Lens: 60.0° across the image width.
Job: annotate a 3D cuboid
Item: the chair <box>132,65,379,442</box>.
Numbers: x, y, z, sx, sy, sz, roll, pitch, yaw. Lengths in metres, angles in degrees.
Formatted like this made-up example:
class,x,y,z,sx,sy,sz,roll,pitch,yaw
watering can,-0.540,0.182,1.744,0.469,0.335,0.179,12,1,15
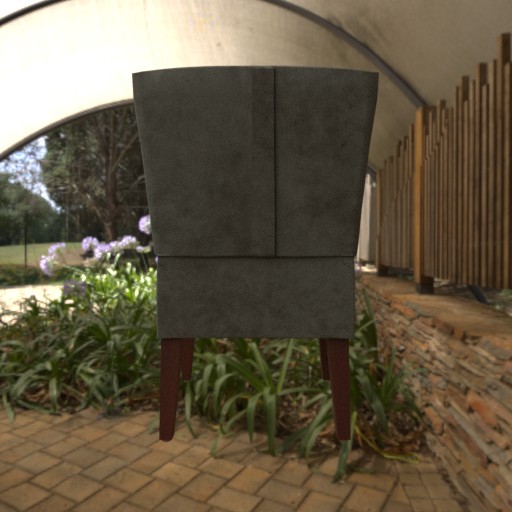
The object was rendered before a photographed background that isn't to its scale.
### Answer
class,x,y,z,sx,sy,sz,roll,pitch,yaw
chair,0.000,0.000,1.187,0.521,0.806,0.554,0,1,0
